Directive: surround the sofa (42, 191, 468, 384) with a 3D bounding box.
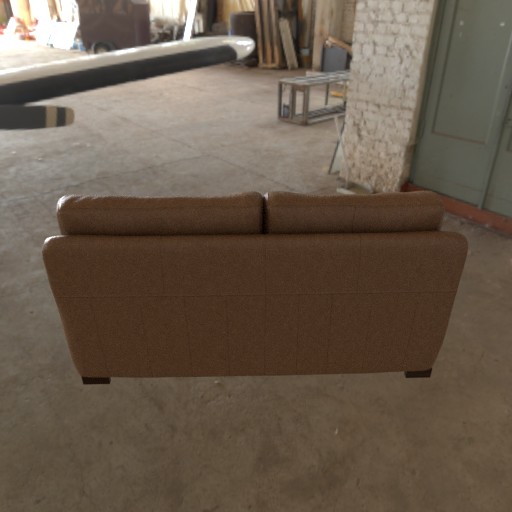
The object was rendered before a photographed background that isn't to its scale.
[{"bbox_3d":[0.000,0.000,2.438,1.855,0.980,0.962,-1,30,-1],"label":"sofa"}]
